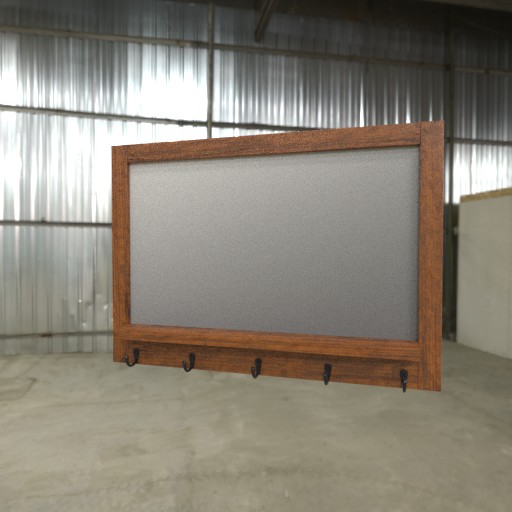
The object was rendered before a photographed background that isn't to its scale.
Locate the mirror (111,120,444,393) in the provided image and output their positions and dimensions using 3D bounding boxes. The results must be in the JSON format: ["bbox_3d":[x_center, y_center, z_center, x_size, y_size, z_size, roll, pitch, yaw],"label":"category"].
[{"bbox_3d":[0.000,0.000,0.968,0.758,0.537,0.084,0,2,17],"label":"mirror"}]
